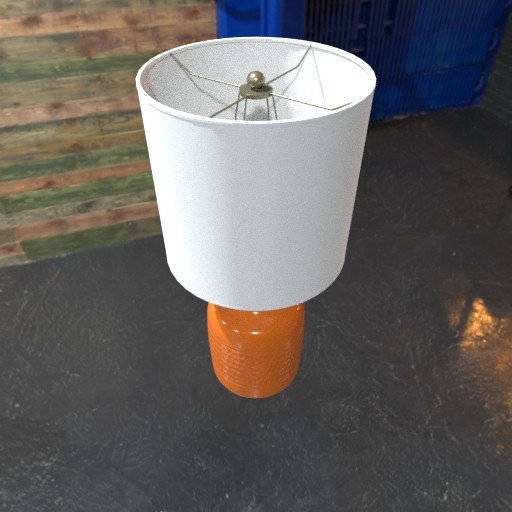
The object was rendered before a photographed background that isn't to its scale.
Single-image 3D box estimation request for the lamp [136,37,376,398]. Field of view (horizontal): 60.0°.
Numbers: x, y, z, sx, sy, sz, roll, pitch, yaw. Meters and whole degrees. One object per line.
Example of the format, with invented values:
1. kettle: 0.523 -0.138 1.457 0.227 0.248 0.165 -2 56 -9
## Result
1. lamp: 0.000 0.000 1.073 0.418 0.871 0.418 -12 43 -13
